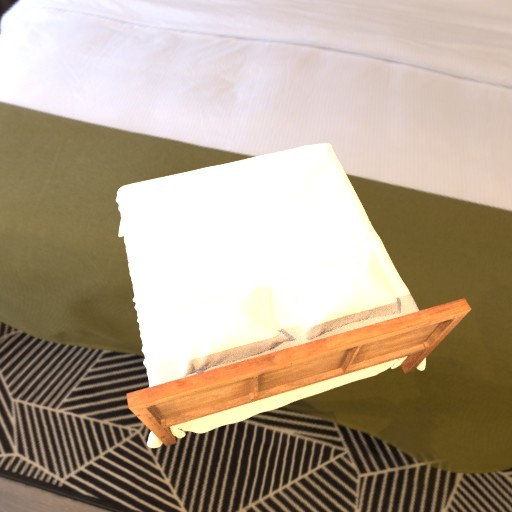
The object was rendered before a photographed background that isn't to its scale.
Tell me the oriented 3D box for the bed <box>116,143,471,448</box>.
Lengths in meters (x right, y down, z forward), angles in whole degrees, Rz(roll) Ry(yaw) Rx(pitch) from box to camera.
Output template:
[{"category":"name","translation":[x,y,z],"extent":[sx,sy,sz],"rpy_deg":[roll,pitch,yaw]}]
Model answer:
[{"category":"bed","translation":[0.000,0.000,3.487],"extent":[2.255,1.158,2.165],"rpy_deg":[-14,59,-9]}]
